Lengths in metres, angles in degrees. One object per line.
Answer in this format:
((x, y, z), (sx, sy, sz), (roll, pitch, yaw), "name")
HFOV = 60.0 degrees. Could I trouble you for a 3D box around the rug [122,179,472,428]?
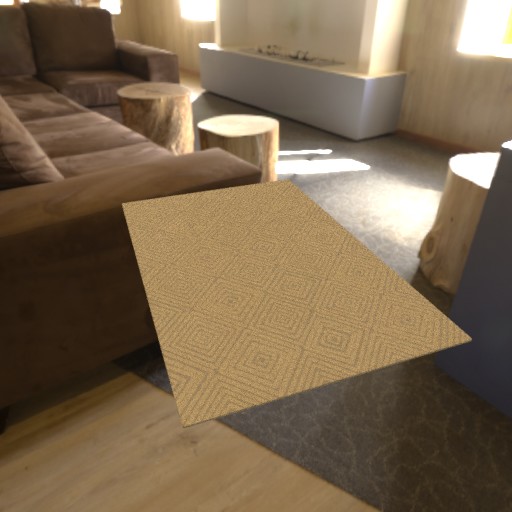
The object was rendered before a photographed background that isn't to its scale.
((0.000, 0.000, 2.253), (1.143, 0.008, 1.753), (-11, 33, -17), "rug")
